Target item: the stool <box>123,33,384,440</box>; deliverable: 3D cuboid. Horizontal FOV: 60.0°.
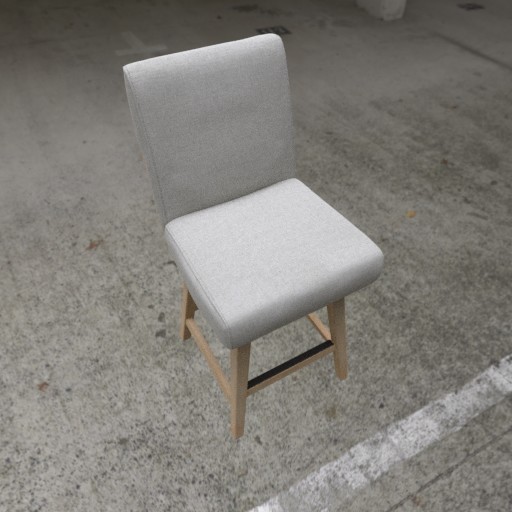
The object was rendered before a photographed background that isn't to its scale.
[{"bbox_3d":[0.000,0.000,1.387,0.507,1.085,0.606,-22,50,-20],"label":"stool"}]
